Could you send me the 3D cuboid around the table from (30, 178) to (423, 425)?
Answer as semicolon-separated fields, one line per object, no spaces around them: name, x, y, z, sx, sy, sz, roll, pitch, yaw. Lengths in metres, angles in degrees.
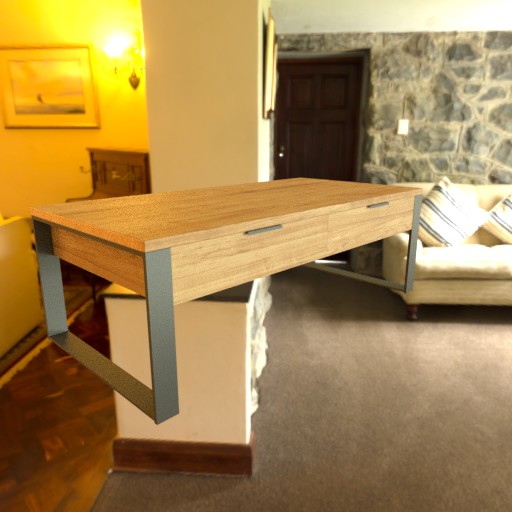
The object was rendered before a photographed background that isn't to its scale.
table;0.000;0.000;1.481;0.590;0.400;1.180;15;21;43
